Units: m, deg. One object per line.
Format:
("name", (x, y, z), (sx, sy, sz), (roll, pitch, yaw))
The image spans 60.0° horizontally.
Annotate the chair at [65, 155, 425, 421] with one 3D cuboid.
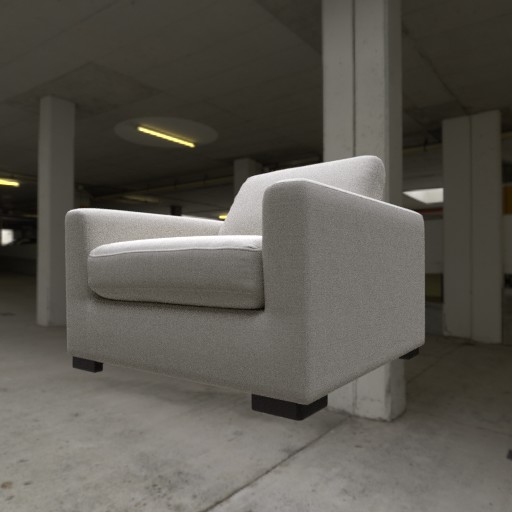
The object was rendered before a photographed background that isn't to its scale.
("chair", (0.000, 0.000, 1.834), (1.070, 0.876, 1.100), (-1, -2, 36))
